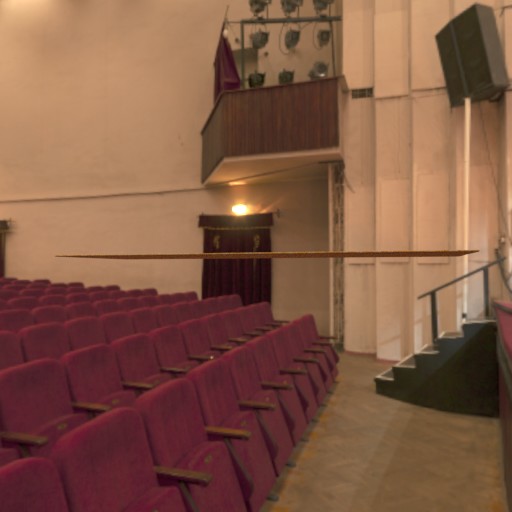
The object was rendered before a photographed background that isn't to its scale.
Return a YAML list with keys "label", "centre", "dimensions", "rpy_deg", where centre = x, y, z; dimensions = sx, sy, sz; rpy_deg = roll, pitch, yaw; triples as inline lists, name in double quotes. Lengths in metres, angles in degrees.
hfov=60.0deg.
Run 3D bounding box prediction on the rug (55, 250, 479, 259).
- label: "rug"
  centre: [0.000, 0.000, 2.792]
  dimensions: [2.438, 0.010, 0.775]
  rpy_deg: [-1, -2, 18]
